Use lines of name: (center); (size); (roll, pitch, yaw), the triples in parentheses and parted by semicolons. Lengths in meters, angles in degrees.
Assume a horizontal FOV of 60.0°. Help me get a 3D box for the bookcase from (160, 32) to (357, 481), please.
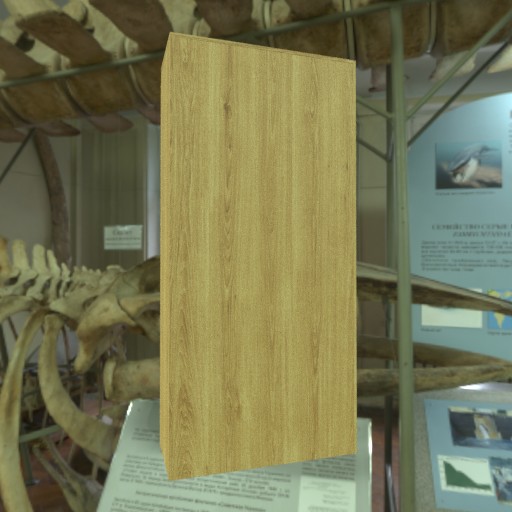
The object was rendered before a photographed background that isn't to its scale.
bookcase: (0.000, 0.000, 2.335); (0.950, 2.020, 0.420); (0, -1, -18)
